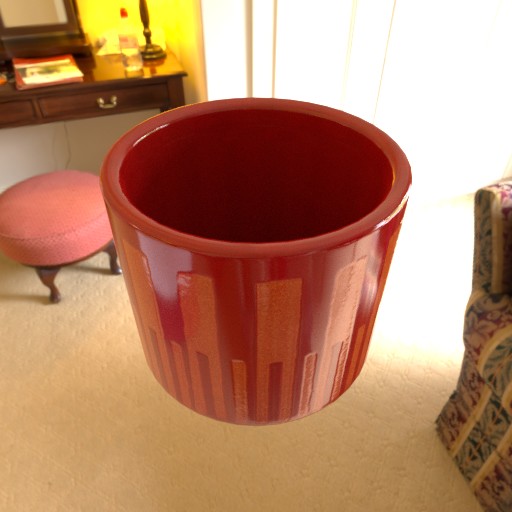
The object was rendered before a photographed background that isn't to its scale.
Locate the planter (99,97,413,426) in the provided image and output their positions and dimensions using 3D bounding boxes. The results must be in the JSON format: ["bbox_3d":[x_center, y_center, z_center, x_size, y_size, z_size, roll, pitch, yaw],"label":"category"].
[{"bbox_3d":[0.000,0.000,0.398,0.230,0.202,0.230,0,41,0],"label":"planter"}]
